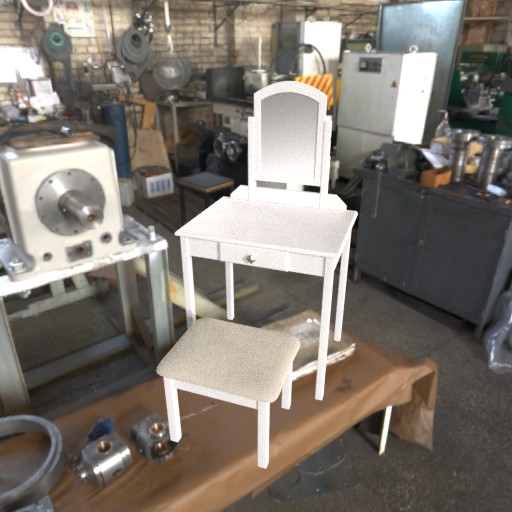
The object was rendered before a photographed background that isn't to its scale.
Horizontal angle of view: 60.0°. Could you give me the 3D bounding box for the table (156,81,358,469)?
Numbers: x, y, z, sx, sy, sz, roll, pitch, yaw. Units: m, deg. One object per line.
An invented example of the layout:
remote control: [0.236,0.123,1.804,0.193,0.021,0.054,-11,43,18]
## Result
table: [0.000,0.000,2.315,0.876,1.631,1.211,9,27,17]
